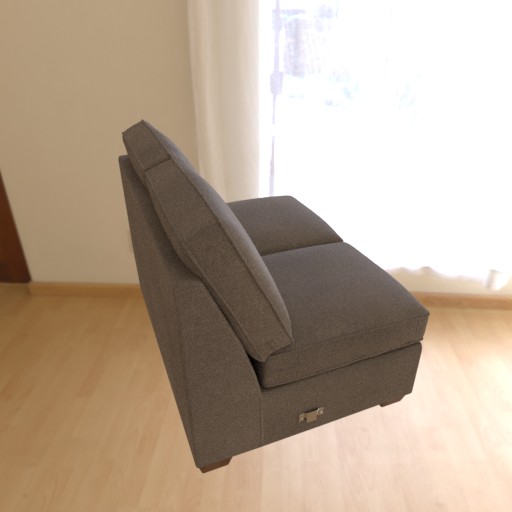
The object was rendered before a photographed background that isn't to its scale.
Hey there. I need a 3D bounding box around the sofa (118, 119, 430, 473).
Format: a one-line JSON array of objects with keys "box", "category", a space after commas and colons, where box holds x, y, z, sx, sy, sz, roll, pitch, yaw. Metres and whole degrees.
[{"box": [0.000, 0.000, 1.964, 0.951, 1.008, 1.237, -11, 32, -19], "category": "sofa"}]
